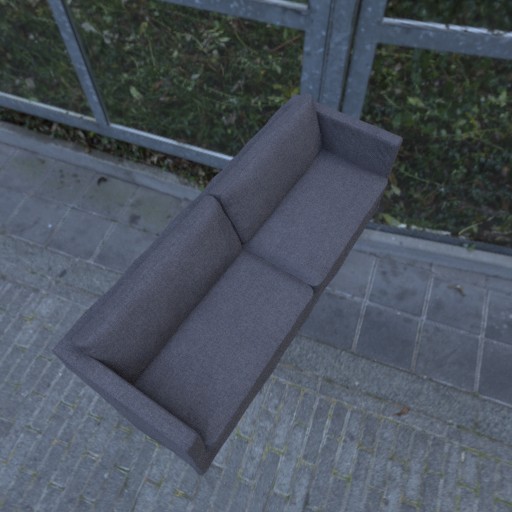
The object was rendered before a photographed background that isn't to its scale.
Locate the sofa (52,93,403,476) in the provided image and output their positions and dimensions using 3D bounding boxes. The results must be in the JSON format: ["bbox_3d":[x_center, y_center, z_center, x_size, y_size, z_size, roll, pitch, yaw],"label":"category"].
[{"bbox_3d":[0.000,0.000,3.286,1.036,0.998,2.779,29,62,17],"label":"sofa"}]
